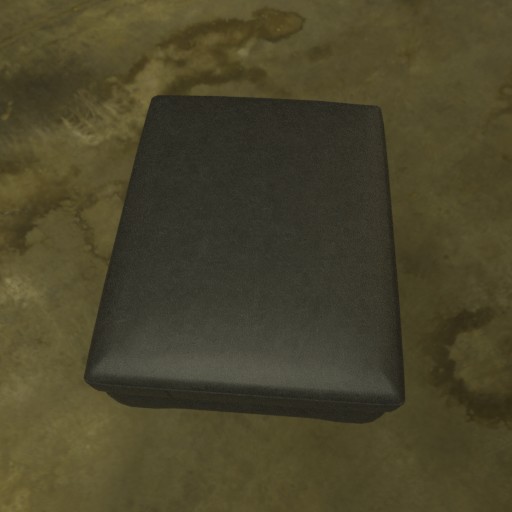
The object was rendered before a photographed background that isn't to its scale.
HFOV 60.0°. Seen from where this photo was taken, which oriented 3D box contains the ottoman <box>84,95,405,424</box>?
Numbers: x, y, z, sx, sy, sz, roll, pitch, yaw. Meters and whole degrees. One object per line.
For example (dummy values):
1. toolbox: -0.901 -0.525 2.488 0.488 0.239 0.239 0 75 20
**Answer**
1. ottoman: 0.000 0.000 1.788 0.967 0.696 1.187 4 63 2
